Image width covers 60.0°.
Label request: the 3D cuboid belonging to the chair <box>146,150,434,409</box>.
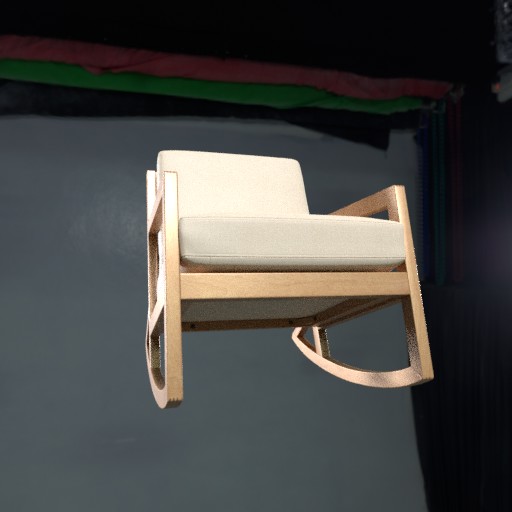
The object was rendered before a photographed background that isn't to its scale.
[{"bbox_3d":[0.000,0.000,1.377,0.622,0.790,0.857,0,-1,-17],"label":"chair"}]
